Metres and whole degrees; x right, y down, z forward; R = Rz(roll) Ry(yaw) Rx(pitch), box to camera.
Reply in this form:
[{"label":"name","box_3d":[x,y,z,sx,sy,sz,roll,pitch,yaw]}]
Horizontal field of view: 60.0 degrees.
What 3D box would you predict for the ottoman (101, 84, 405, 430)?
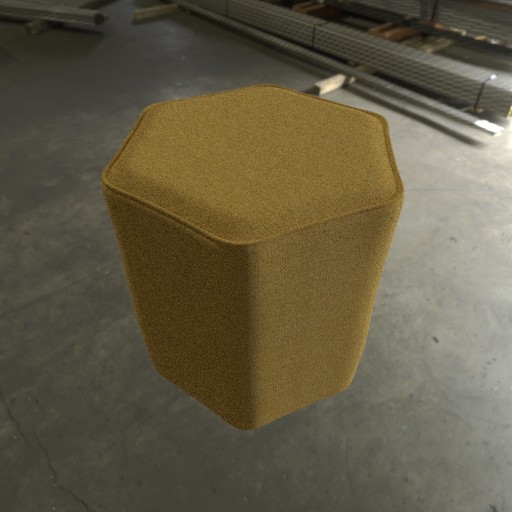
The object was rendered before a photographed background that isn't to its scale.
[{"label":"ottoman","box_3d":[0.000,0.000,0.864,0.494,0.502,0.443,26,49,25]}]
